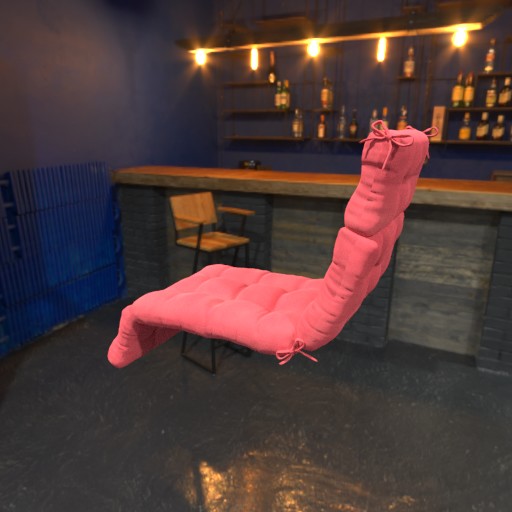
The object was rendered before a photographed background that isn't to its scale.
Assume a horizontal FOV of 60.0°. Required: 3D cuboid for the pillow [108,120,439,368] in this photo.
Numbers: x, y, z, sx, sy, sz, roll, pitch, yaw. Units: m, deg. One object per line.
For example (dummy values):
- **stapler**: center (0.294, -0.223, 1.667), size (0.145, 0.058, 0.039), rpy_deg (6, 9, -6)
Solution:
- **pillow**: center (0.000, 0.000, 1.493), size (1.016, 0.863, 0.526), rpy_deg (8, 18, 26)
